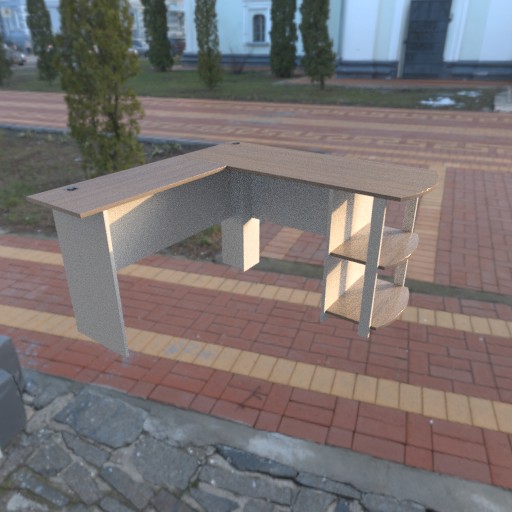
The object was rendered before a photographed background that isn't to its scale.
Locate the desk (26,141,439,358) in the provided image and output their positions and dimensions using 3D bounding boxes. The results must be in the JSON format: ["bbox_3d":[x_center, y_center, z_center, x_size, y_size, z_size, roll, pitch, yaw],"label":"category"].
[{"bbox_3d":[0.000,0.000,2.100,1.303,0.716,1.361,17,31,31],"label":"desk"}]
